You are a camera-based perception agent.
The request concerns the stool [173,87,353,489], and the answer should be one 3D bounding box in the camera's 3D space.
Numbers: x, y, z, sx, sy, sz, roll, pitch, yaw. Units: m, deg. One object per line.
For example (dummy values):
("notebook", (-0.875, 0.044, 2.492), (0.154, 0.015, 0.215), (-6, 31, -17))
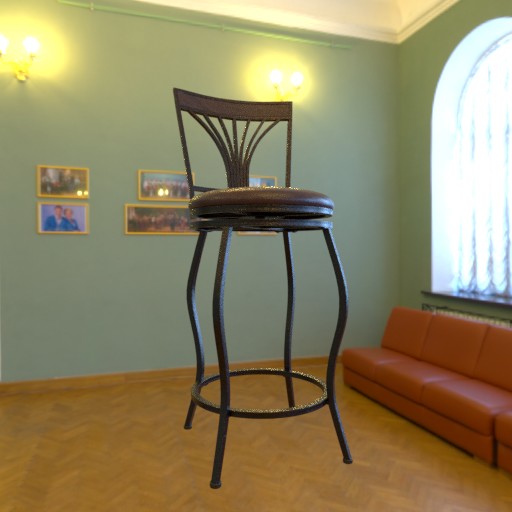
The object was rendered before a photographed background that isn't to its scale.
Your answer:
("stool", (0.000, 0.000, 1.352), (0.433, 1.117, 0.514), (0, 1, -19))
